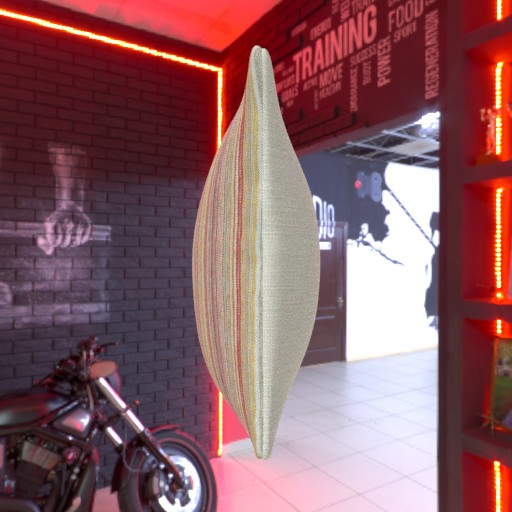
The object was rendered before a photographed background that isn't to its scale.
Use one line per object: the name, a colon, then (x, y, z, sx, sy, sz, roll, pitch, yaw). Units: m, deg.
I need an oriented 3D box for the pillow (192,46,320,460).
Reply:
pillow: (0.000, 0.000, 0.685, 0.191, 0.449, 0.451, 0, -1, 1)
